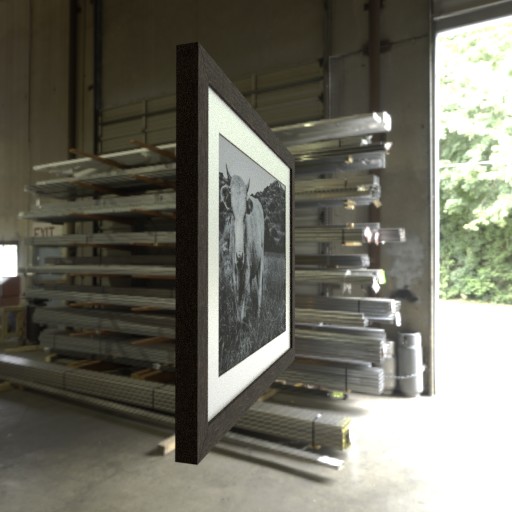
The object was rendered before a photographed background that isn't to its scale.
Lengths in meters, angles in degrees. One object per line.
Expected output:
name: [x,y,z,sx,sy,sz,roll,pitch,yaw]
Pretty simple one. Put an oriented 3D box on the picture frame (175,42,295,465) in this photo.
picture frame: [0.000,0.000,0.742,0.026,0.455,0.546,0,-1,16]
